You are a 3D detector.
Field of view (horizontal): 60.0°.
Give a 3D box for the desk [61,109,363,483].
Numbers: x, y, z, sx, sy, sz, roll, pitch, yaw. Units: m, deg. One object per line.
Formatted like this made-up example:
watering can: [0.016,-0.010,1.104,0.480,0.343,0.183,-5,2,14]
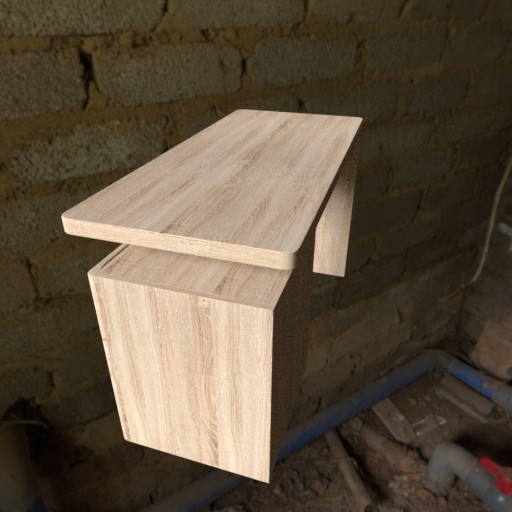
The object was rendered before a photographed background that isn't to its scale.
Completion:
desk: [0.000,0.000,1.599,0.550,0.760,1.200,9,31,15]
